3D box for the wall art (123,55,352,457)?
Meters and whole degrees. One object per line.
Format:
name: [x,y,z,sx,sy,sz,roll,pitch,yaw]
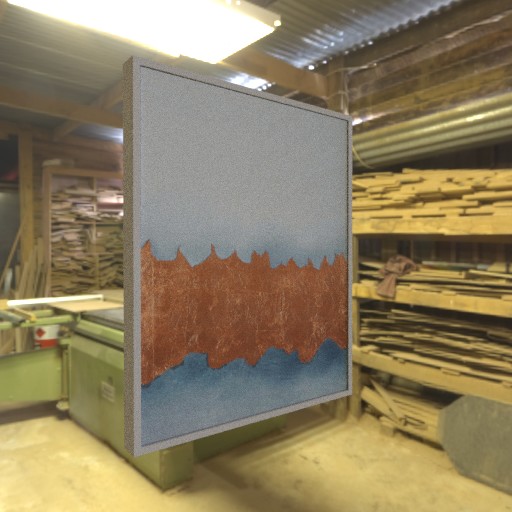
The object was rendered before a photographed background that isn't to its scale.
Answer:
wall art: [0.000,0.000,0.760,0.451,0.553,0.039,0,1,-37]
